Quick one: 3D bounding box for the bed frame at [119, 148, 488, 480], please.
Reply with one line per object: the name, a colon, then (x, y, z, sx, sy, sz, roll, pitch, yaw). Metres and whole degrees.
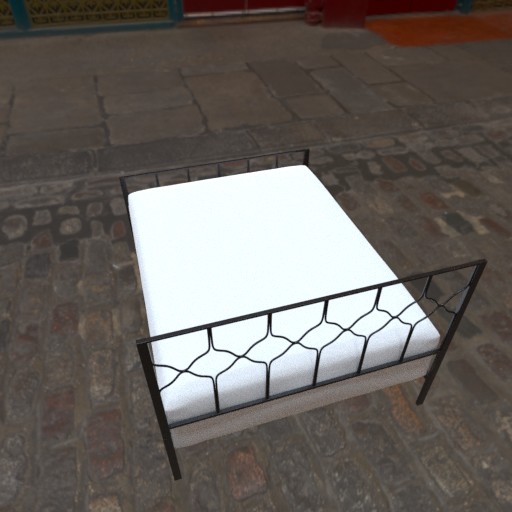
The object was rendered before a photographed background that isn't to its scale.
bed frame: (0.000, 0.000, 3.008, 1.597, 1.222, 2.063, -12, 42, -13)
